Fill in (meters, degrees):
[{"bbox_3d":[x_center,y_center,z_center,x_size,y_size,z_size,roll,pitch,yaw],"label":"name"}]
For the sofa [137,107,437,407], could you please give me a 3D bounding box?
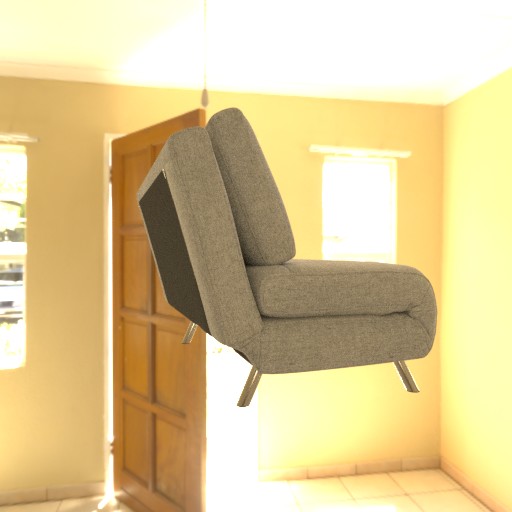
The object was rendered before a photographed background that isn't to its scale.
[{"bbox_3d":[0.000,0.000,1.898,0.910,0.910,1.220,0,1,-19],"label":"sofa"}]
